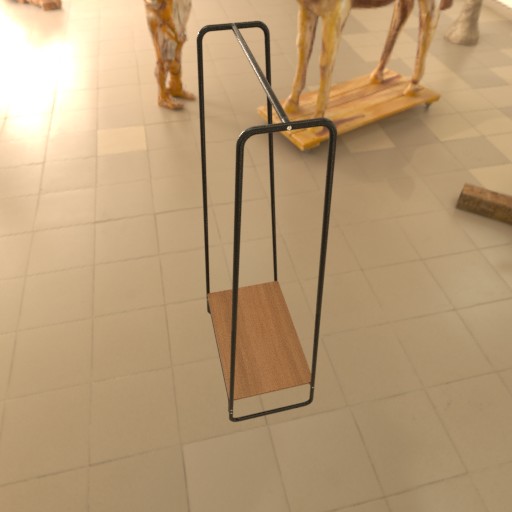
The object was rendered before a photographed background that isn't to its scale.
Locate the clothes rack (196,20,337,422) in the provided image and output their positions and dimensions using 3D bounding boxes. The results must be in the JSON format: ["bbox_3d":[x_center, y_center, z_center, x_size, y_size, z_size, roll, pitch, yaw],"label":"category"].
[{"bbox_3d":[0.000,0.000,1.735,0.400,1.500,0.640,-10,47,-9],"label":"clothes rack"}]
